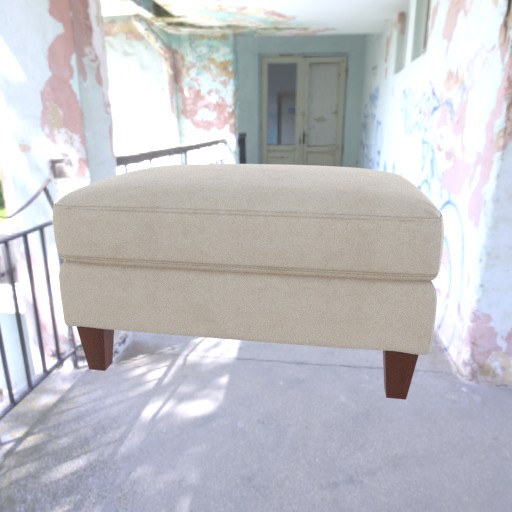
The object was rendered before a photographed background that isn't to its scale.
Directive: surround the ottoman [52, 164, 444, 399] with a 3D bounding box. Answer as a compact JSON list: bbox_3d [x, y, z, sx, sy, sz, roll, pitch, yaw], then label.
[{"bbox_3d":[0.000,0.000,1.226,0.864,0.483,0.584,3,18,9],"label":"ottoman"}]
